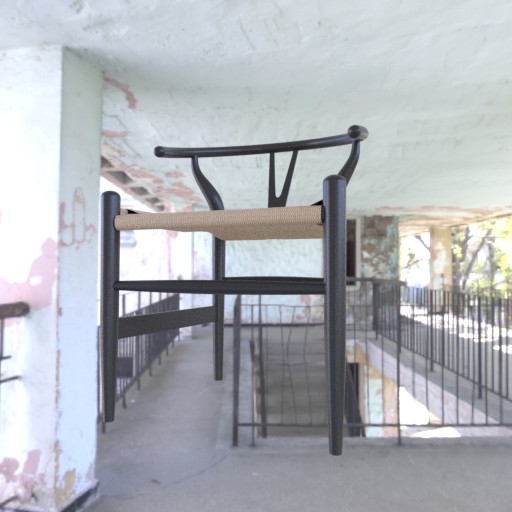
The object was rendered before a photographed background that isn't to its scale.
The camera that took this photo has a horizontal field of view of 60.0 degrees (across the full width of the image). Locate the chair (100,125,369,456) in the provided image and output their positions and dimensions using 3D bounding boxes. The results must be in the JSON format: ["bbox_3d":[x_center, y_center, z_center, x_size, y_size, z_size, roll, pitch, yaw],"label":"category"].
[{"bbox_3d":[0.000,0.000,1.153,0.570,0.739,0.570,-1,-2,20],"label":"chair"}]
